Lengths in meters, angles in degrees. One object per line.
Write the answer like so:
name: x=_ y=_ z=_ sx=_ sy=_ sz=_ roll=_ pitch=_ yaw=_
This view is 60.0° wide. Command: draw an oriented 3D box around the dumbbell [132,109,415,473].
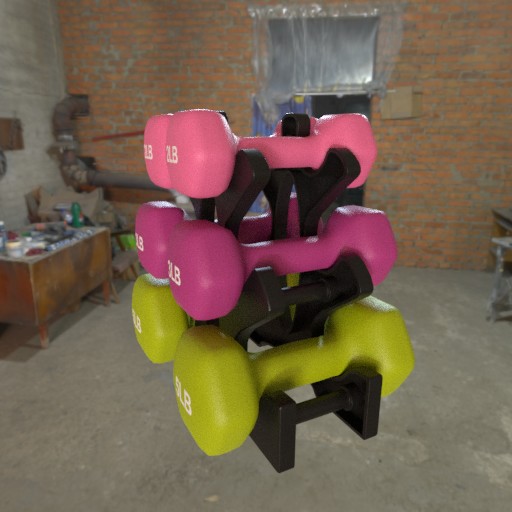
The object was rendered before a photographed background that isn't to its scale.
dumbbell: x=0.000 y=0.000 z=0.422 sx=0.203 sy=0.261 sz=0.257 roll=-8 pitch=17 yaw=-26
